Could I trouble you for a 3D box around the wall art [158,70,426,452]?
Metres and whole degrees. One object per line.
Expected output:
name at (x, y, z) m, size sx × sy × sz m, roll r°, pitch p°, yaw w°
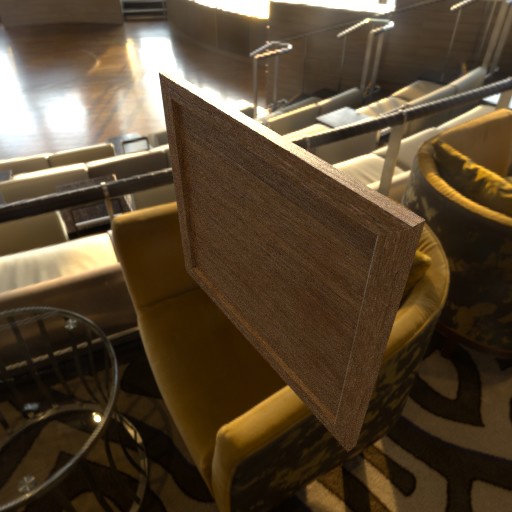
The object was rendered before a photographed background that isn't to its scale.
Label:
wall art at (0.000, 0.000, 0.951) m, size 0.026 × 0.588 × 0.690 m, roll -25°, pitch 47°, yaw -26°
